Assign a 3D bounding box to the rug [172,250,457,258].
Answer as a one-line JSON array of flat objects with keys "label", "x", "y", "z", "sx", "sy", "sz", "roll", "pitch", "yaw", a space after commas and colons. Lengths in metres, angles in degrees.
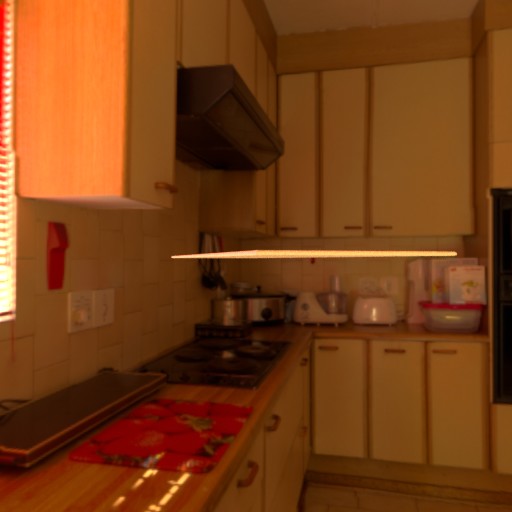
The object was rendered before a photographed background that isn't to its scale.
[{"label": "rug", "x": 0.000, "y": 0.000, "z": 2.423, "sx": 0.678, "sy": 0.014, "sz": 2.276, "roll": 0, "pitch": 0, "yaw": -17}]
